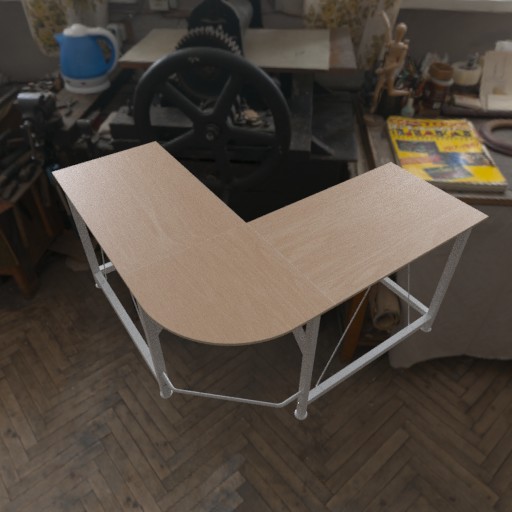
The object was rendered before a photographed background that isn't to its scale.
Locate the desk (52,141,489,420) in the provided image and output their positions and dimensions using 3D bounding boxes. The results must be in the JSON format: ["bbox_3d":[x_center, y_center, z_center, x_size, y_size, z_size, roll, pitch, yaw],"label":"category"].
[{"bbox_3d":[0.000,0.000,2.239,1.400,0.762,1.400,-25,48,-25],"label":"desk"}]
